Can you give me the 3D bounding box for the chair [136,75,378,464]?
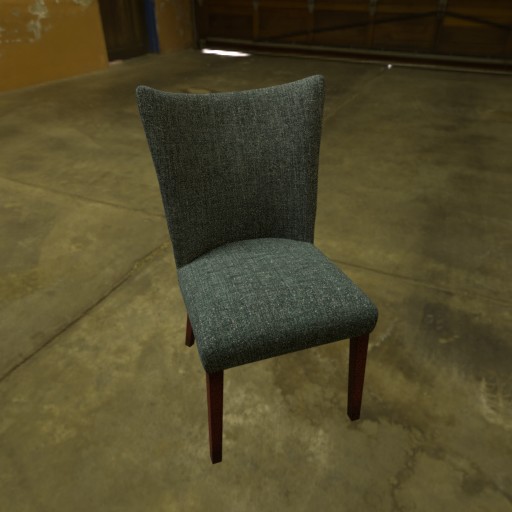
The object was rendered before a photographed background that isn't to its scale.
[{"bbox_3d":[0.000,0.000,1.310,0.535,0.924,0.623,-10,34,-16],"label":"chair"}]
